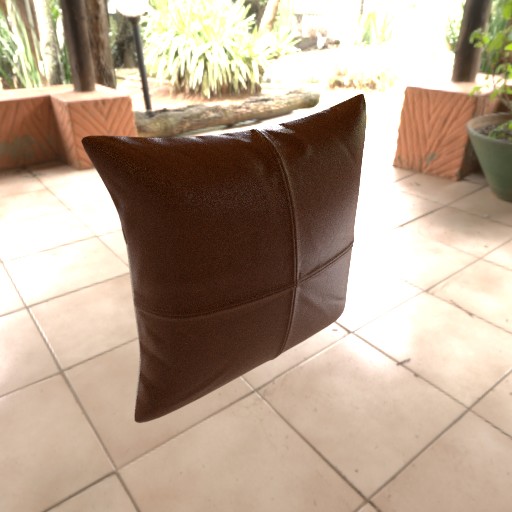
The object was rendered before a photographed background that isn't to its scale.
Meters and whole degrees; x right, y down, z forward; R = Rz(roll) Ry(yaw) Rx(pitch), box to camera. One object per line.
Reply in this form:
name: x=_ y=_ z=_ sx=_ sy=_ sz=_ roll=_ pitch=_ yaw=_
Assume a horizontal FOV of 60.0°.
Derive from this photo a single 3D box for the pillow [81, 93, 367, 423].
pillow: x=0.000 y=0.000 z=0.753 sx=0.501 sy=0.477 sz=0.192 roll=-21 pitch=35 yaw=-33
